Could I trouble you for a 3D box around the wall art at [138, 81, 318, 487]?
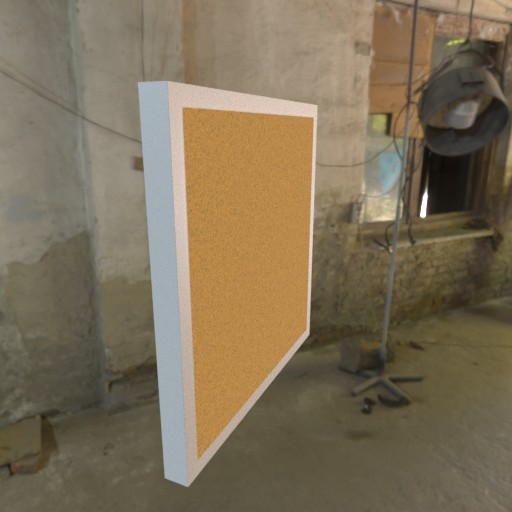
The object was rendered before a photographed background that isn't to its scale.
[{"bbox_3d":[0.000,0.000,1.911,0.098,1.291,1.289,7,17,24],"label":"wall art"}]
